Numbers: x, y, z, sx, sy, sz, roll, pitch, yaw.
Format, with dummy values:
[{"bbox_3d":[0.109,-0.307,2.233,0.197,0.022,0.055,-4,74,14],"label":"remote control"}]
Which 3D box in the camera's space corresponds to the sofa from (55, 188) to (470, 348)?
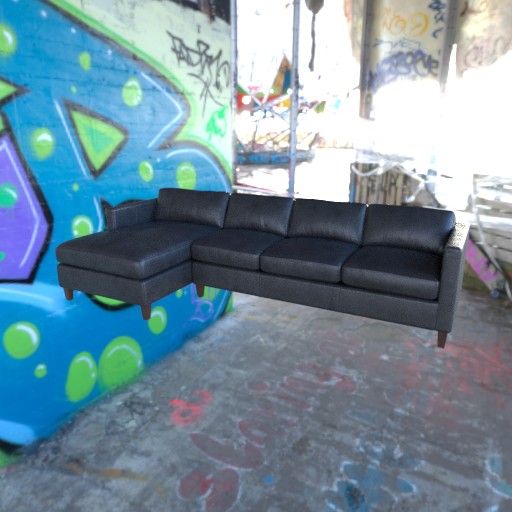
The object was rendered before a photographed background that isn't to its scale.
[{"bbox_3d":[0.000,0.000,3.818,3.203,0.883,1.581,8,18,27],"label":"sofa"}]
